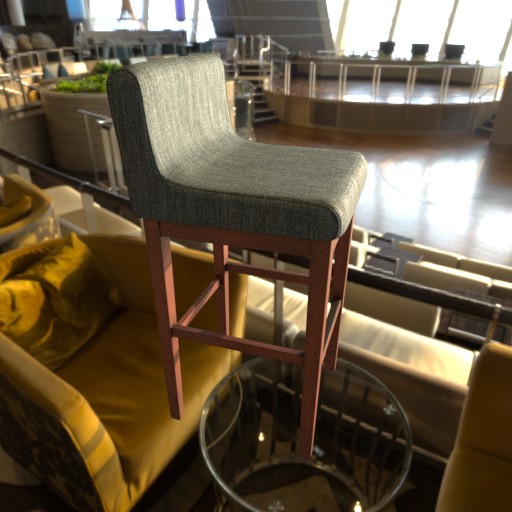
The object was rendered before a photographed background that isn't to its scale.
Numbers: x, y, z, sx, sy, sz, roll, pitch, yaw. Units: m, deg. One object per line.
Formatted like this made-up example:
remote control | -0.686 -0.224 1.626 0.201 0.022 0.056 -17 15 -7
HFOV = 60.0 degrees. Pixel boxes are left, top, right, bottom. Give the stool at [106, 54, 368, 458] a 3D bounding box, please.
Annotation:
stool | 0.000 0.000 1.187 0.499 0.965 0.426 9 29 17
